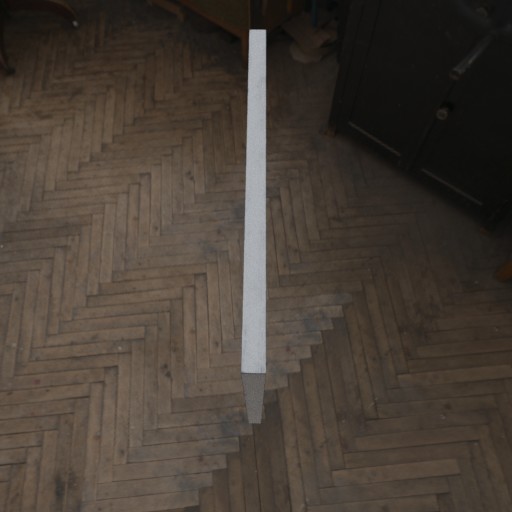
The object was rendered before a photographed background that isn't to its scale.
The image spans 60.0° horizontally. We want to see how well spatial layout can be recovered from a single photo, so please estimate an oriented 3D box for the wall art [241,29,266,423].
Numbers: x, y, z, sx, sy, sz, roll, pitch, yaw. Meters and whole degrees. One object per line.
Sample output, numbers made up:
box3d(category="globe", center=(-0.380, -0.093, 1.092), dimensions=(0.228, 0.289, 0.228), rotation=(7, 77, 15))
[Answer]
box3d(category="wall art", center=(0.000, 0.000, 1.173), dimensions=(0.038, 0.762, 0.762), rotation=(1, 64, 0))
